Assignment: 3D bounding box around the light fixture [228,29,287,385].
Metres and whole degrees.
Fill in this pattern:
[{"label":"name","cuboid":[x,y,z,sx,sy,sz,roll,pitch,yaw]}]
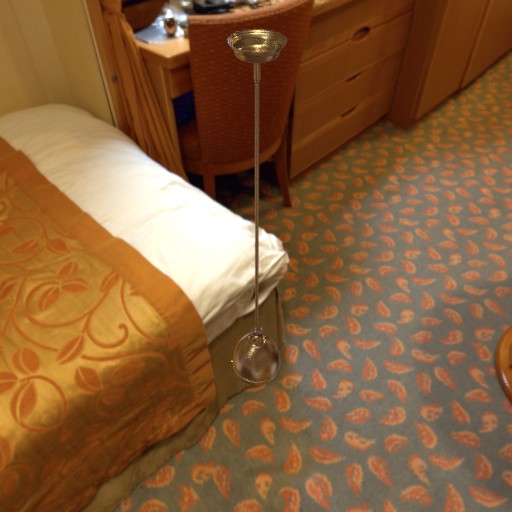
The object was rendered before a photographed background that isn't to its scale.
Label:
[{"label":"light fixture","cuboid":[0.000,0.000,1.465,0.217,1.367,0.211,-3,46,-3]}]
